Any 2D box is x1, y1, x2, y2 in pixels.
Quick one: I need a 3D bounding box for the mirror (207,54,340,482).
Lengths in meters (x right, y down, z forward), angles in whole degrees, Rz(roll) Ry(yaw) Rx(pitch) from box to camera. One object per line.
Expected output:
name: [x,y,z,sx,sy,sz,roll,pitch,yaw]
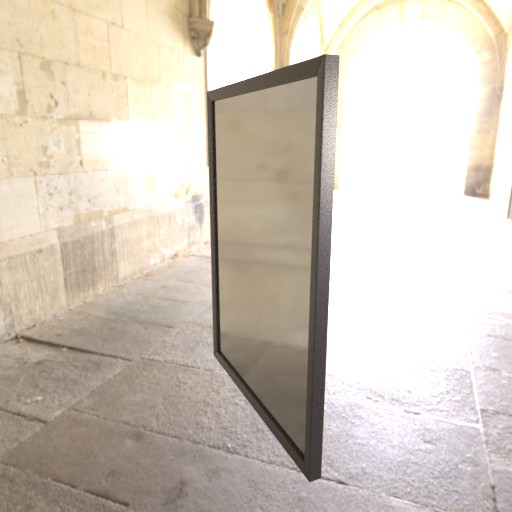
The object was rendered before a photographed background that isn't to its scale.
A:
mirror: [0.000,0.000,1.354,0.040,1.016,0.762,-6,16,-23]
